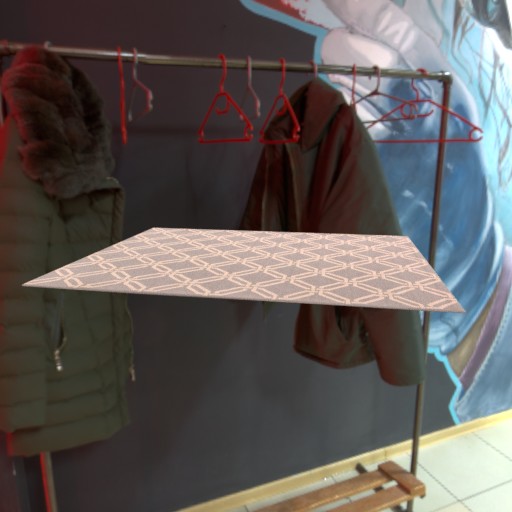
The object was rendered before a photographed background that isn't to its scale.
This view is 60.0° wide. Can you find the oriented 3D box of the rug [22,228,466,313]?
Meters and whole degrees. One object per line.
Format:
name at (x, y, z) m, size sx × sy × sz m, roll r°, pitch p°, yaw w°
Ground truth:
rug at (0.000, 0.000, 3.916) m, size 2.895 × 0.018 × 2.288 m, roll 2°, pitch 14°, yaw 10°
